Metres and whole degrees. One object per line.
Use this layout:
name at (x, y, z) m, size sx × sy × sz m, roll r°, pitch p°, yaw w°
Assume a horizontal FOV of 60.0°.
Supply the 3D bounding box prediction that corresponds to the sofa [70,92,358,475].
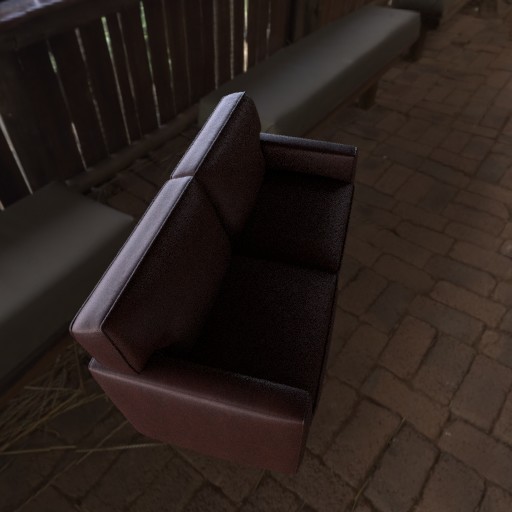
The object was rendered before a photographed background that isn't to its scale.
sofa at (0.000, 0.000, 2.324) m, size 0.912 × 0.928 × 1.876 m, roll 11°, pitch 47°, yaw 10°
